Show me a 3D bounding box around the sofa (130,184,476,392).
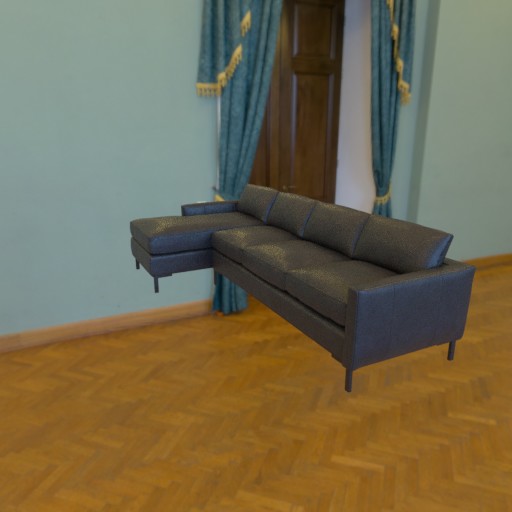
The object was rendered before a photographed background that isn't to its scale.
[{"bbox_3d":[0.000,0.000,3.677,1.471,0.859,2.993,-8,18,-26],"label":"sofa"}]
